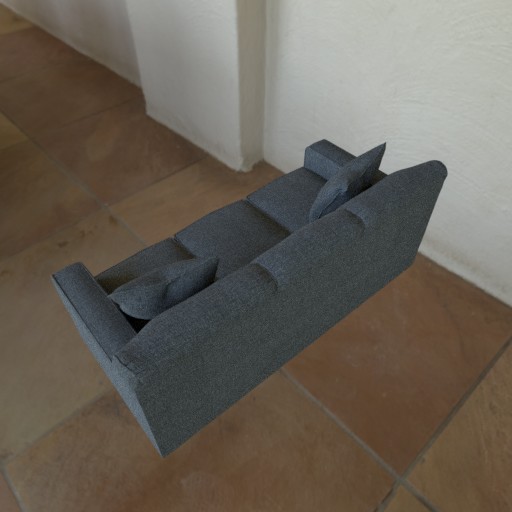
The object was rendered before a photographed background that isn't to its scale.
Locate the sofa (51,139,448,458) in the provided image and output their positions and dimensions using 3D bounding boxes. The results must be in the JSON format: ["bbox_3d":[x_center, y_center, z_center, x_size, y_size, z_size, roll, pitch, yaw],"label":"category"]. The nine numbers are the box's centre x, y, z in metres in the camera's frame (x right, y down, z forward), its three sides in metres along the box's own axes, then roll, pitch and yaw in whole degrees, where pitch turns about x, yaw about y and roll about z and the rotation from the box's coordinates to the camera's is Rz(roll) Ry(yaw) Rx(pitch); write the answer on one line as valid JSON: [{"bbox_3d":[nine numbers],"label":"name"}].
[{"bbox_3d":[0.000,0.000,2.577,2.024,0.958,0.997,-31,54,-26],"label":"sofa"}]
